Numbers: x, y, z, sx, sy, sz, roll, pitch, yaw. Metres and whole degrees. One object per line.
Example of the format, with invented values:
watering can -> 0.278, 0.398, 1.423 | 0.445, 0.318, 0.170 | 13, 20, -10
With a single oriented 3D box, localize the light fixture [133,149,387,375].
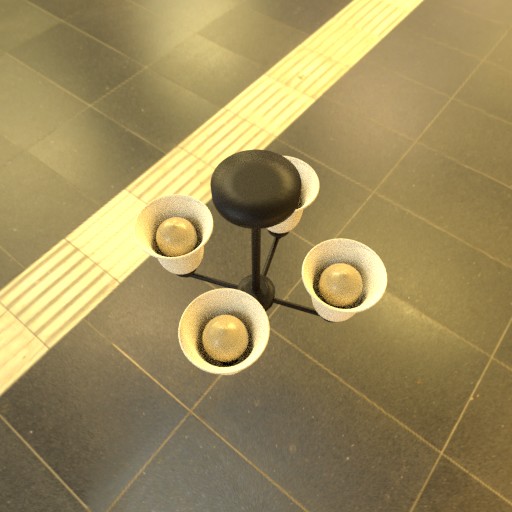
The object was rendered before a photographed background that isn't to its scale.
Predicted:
light fixture -> 0.000, 0.000, 1.854 | 1.069, 0.925, 1.069 | 16, 60, 10
